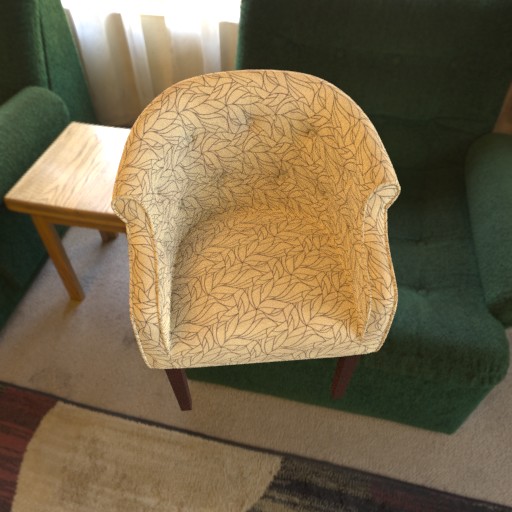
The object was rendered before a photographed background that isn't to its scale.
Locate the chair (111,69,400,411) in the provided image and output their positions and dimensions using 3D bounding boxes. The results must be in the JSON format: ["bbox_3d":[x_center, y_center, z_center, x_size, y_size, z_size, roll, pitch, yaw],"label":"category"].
[{"bbox_3d":[0.000,0.000,1.294,0.686,0.858,0.613,-4,48,-3],"label":"chair"}]
